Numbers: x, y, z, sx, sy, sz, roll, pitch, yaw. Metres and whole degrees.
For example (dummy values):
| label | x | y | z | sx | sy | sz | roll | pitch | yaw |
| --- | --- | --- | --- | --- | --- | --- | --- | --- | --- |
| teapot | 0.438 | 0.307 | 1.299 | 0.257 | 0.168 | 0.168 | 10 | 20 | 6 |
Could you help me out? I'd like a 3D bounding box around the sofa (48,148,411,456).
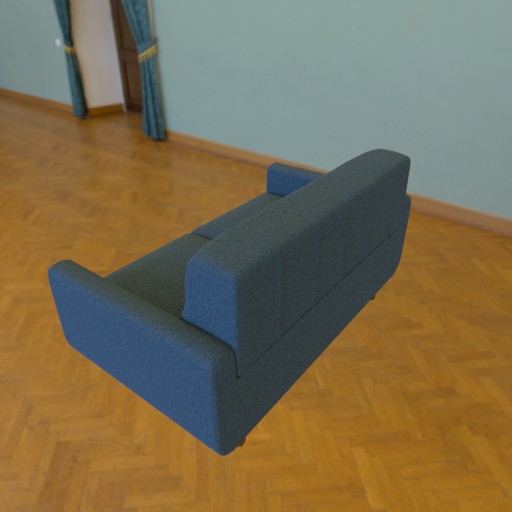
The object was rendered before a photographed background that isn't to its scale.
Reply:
| label | x | y | z | sx | sy | sz | roll | pitch | yaw |
| --- | --- | --- | --- | --- | --- | --- | --- | --- | --- |
| sofa | 0.000 | 0.000 | 2.213 | 0.942 | 0.896 | 1.651 | 22 | 37 | 31 |
